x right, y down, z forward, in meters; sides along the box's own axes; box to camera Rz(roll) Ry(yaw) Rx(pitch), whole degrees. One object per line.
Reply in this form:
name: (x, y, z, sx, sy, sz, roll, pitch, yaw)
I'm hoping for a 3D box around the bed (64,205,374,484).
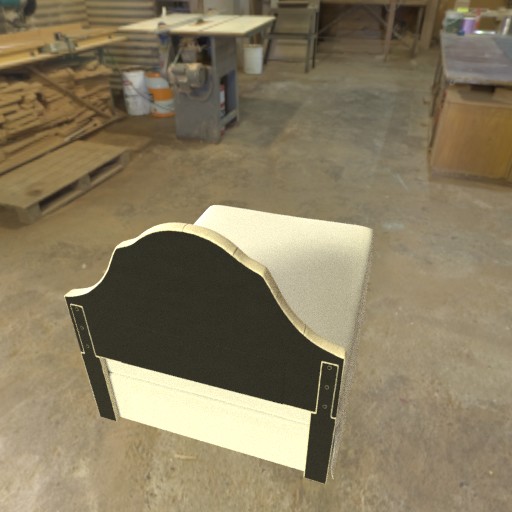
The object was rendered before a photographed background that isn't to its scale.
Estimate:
bed: (0.000, 0.000, 3.172, 1.627, 1.575, 2.092, 10, 35, 15)
